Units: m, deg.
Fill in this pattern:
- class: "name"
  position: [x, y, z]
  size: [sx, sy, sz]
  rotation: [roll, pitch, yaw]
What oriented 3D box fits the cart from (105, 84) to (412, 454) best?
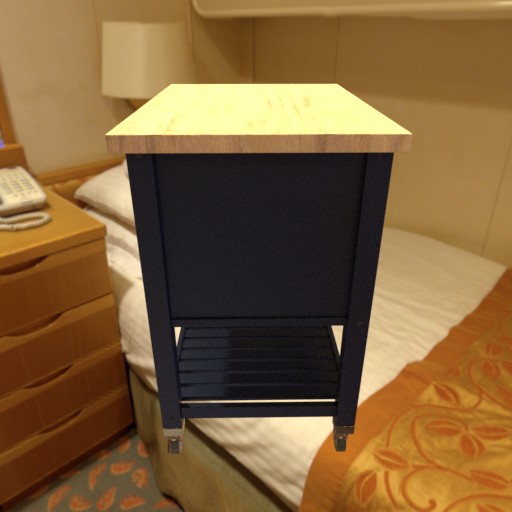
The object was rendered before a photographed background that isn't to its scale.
- class: "cart"
  position: [0.000, 0.000, 1.383]
  size: [0.567, 0.920, 0.797]
  rotation: [0, 27, -1]
